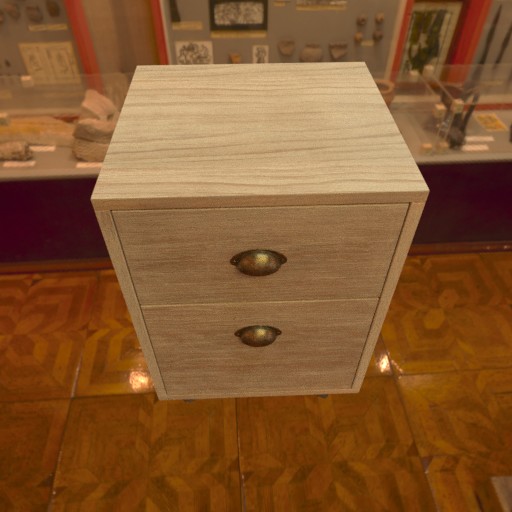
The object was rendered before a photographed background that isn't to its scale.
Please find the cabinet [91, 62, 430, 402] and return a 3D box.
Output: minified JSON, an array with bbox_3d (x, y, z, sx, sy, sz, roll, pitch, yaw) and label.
[{"bbox_3d":[0.000,0.000,0.864,0.409,0.579,0.401,-2,46,-2],"label":"cabinet"}]
